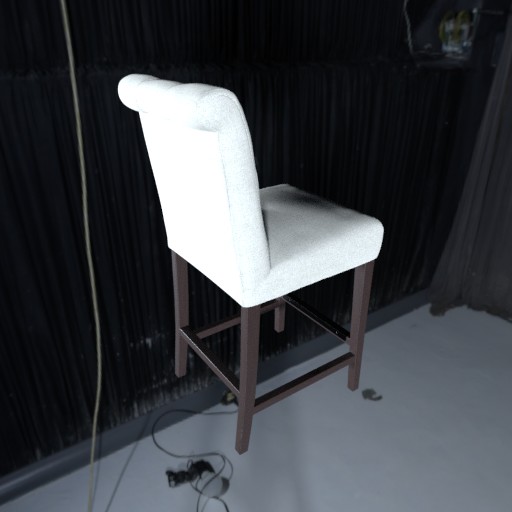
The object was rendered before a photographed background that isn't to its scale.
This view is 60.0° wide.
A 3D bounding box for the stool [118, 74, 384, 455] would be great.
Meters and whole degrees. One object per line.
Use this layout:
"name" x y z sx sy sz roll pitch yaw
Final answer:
"stool" 0.000 0.000 1.368 0.601 1.040 0.493 -17 31 -31
